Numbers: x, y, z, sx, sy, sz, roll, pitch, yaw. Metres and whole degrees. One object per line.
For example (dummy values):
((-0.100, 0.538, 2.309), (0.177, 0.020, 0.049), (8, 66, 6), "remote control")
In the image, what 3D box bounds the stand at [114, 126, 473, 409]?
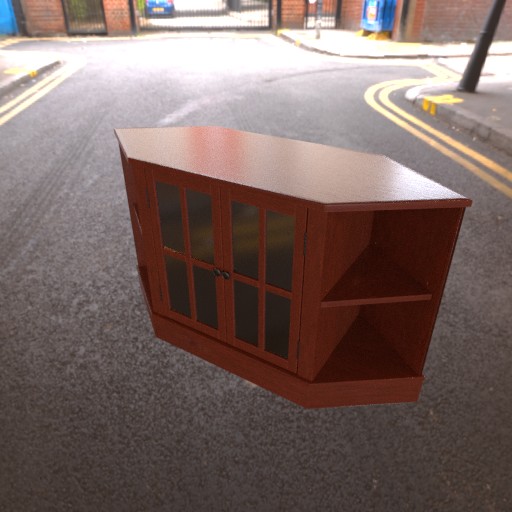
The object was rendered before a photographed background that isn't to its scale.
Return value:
((0.000, 0.000, 1.328), (1.072, 0.614, 0.381), (18, 35, 27), "stand")
